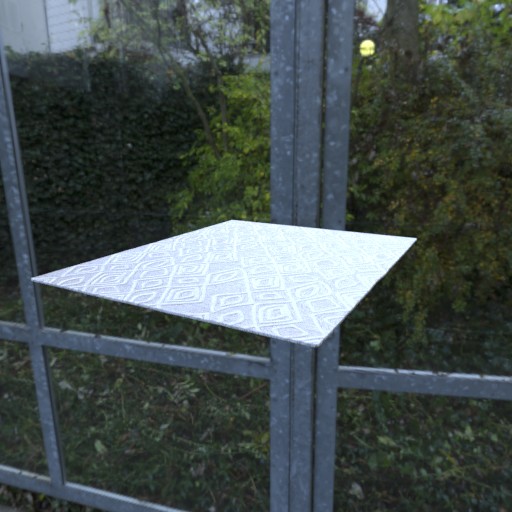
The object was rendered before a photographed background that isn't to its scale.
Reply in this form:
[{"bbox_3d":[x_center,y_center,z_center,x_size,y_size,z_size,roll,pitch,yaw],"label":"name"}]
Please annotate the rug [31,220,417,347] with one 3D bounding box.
[{"bbox_3d":[0.000,0.000,4.238,2.449,0.025,3.049,8,17,28],"label":"rug"}]
